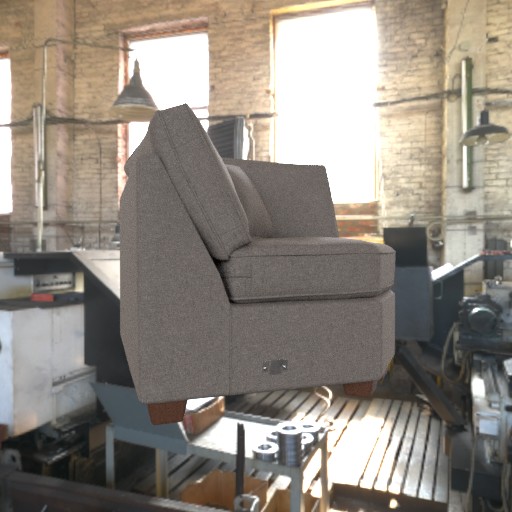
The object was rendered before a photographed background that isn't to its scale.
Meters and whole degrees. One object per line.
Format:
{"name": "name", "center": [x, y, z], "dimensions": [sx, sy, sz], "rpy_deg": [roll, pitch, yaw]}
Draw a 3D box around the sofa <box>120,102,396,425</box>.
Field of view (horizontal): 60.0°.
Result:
{"name": "sofa", "center": [0.000, 0.000, 1.827], "dimensions": [1.042, 0.951, 1.050], "rpy_deg": [0, 1, -19]}
